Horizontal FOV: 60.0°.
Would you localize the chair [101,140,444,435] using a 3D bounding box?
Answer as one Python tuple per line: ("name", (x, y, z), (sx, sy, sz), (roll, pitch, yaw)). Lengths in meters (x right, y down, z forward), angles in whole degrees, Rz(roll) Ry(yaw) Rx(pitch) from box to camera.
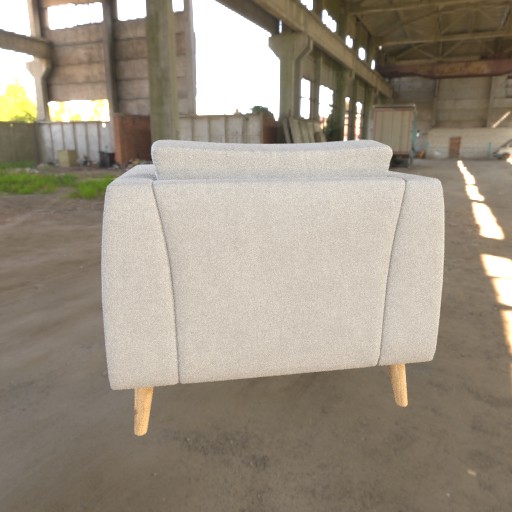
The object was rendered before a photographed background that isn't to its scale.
("chair", (0.000, 0.000, 1.694), (1.000, 0.860, 0.930), (-3, 15, -10))
